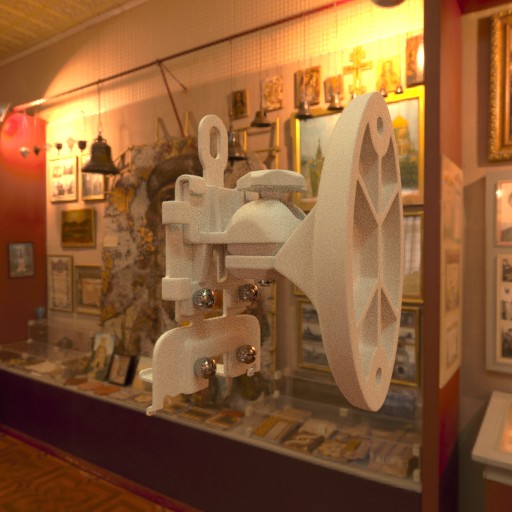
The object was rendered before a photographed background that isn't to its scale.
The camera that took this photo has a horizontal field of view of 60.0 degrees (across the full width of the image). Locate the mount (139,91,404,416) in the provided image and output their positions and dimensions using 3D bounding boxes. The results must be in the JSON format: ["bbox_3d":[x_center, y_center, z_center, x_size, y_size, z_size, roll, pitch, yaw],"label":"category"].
[{"bbox_3d":[0.000,0.000,0.175,0.100,0.118,0.066,1,1,36],"label":"mount"}]
